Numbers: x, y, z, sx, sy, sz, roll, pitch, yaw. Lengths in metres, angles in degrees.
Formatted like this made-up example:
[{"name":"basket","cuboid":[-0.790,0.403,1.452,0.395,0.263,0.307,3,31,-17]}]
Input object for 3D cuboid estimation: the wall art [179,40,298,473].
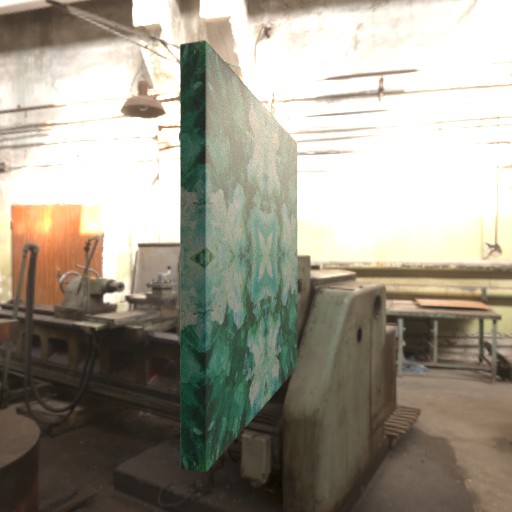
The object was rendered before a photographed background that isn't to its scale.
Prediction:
[{"name":"wall art","cuboid":[0.000,0.000,0.763,0.038,0.508,0.507,0,0,18]}]
